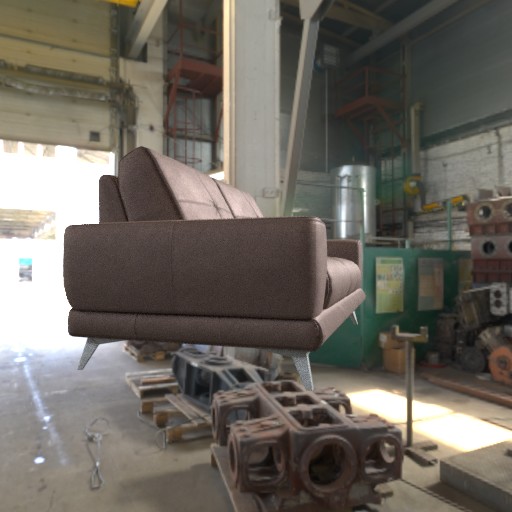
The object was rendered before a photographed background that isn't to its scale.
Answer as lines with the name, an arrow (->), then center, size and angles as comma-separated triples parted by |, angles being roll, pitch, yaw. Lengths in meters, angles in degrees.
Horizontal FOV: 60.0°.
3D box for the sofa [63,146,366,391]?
sofa -> 0.000, 0.000, 2.369 | 1.018, 0.907, 1.806 | 0, -1, 18
